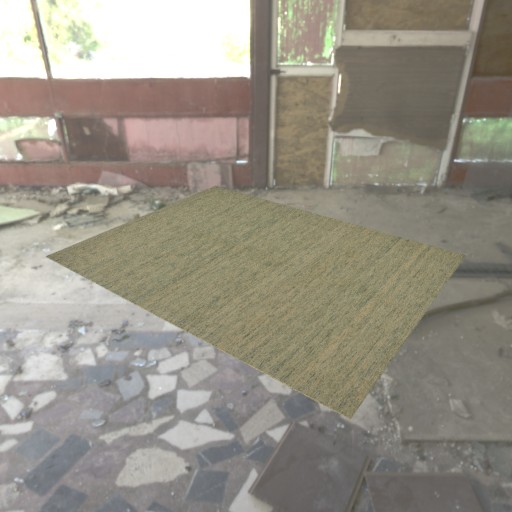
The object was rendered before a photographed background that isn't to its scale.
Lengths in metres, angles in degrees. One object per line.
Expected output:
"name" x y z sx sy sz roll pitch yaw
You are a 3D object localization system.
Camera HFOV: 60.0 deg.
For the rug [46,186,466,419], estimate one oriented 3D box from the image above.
"rug" 0.000 0.000 4.245 3.201 0.014 2.437 20 35 32
